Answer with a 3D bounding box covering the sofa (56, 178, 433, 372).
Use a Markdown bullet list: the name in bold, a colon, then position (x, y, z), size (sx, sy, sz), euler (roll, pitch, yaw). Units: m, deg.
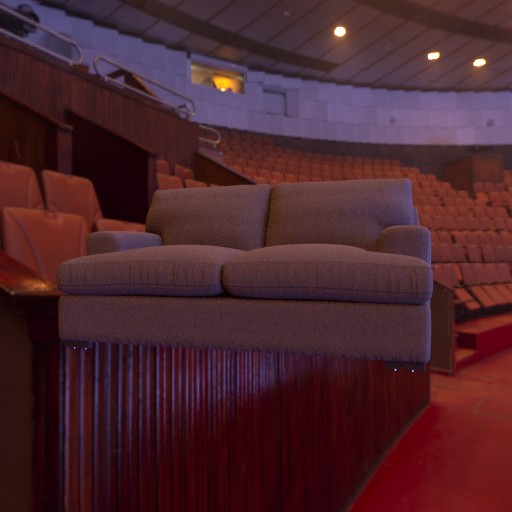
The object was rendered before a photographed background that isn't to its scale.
- **sofa**: position (0.000, 0.000, 2.541), size (1.869, 0.950, 1.140), euler (0, 0, 16)
